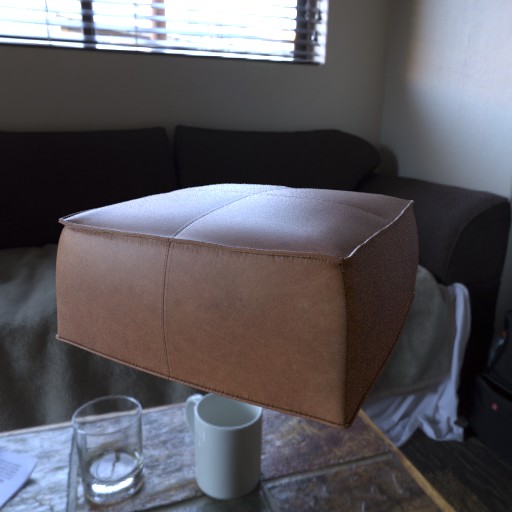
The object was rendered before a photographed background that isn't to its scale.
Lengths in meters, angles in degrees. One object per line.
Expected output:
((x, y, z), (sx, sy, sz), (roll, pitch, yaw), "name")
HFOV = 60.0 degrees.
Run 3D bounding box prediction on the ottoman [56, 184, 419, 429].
((0.000, 0.000, 1.385), (0.902, 0.395, 0.901), (8, 18, 27), "ottoman")
